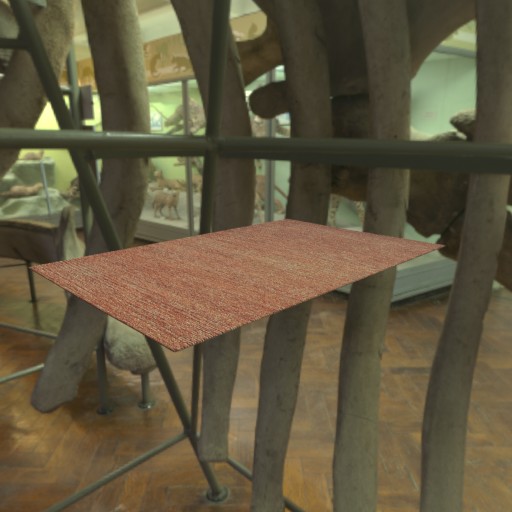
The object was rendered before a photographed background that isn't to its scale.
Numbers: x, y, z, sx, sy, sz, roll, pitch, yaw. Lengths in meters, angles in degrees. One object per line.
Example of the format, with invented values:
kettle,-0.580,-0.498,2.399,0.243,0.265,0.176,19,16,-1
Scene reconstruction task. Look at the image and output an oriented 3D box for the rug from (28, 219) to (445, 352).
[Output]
rug,0.000,0.000,2.187,1.747,0.011,1.139,-14,21,-43
